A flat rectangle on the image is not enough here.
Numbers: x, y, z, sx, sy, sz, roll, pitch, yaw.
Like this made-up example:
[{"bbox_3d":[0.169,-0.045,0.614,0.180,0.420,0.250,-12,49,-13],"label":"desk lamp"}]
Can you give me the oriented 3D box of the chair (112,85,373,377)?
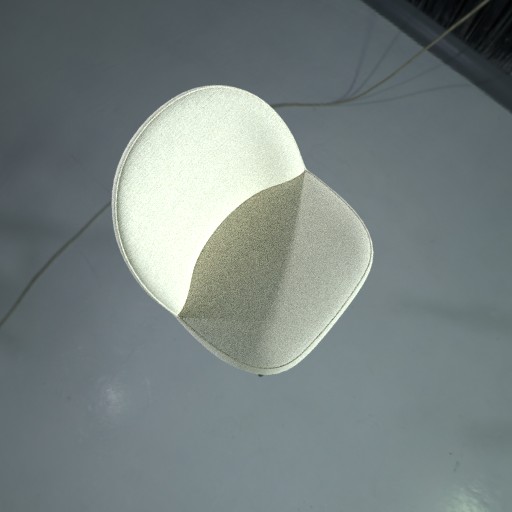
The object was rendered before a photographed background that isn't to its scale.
[{"bbox_3d":[0.000,0.000,1.187,0.540,0.838,0.532,39,79,9],"label":"chair"}]
